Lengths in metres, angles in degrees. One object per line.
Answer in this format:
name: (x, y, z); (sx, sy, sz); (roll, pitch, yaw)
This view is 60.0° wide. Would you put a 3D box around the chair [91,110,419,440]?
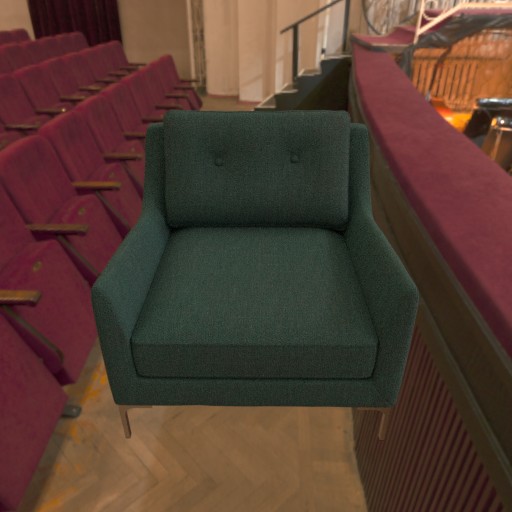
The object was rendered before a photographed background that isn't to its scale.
chair: (0.000, 0.000, 1.499); (0.847, 0.828, 0.849); (0, 30, 1)
